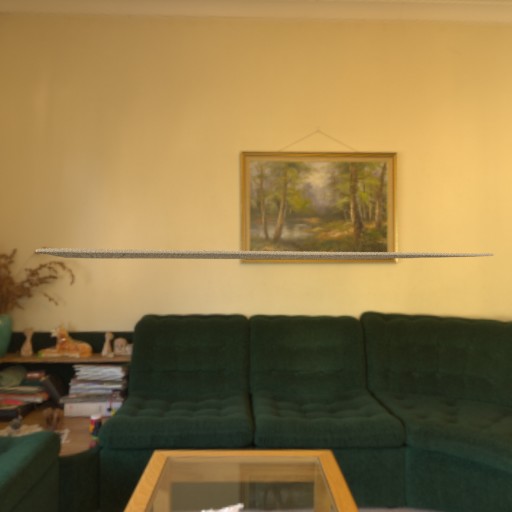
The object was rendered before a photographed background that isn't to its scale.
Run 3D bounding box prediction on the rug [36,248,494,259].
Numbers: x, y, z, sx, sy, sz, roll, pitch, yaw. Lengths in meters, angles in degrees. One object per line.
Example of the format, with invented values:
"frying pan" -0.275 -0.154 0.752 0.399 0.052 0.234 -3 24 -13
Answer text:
"rug" 0.000 0.000 2.970 2.459 0.023 1.575 0 -1 -18
